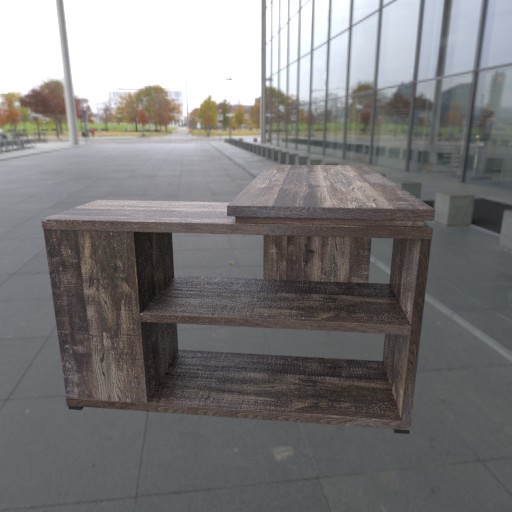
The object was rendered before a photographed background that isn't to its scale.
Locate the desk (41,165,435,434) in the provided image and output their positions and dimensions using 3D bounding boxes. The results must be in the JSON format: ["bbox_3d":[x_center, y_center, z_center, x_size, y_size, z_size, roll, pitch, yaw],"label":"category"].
[{"bbox_3d":[0.000,0.000,2.158,1.200,0.753,1.524,2,16,6],"label":"desk"}]
